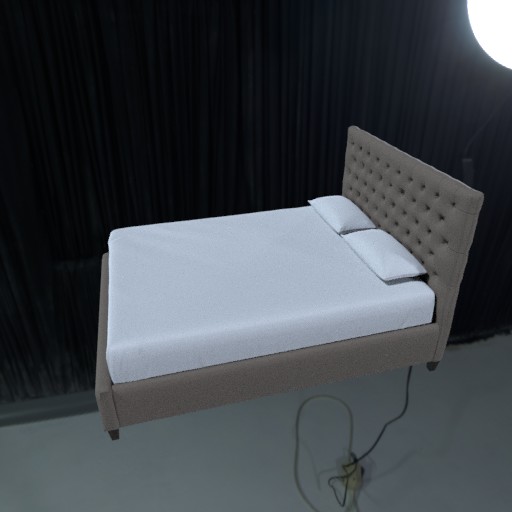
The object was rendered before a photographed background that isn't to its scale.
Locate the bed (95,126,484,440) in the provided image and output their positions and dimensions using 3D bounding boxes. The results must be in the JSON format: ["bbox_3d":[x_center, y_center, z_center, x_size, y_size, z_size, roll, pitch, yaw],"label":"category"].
[{"bbox_3d":[0.000,0.000,3.376,2.387,1.427,1.698,-8,31,-13],"label":"bed"}]
